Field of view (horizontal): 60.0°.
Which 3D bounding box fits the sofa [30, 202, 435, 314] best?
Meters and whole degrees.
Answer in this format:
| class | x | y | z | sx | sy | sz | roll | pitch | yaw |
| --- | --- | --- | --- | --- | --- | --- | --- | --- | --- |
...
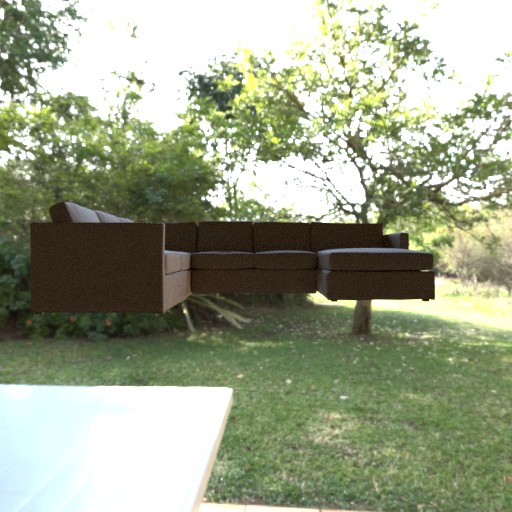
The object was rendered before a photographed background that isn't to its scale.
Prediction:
| class | x | y | z | sx | sy | sz | roll | pitch | yaw |
| --- | --- | --- | --- | --- | --- | --- | --- | --- | --- |
| sofa | 0.000 | 0.000 | 4.569 | 3.460 | 0.882 | 2.427 | 0 | 0 | -1 |
